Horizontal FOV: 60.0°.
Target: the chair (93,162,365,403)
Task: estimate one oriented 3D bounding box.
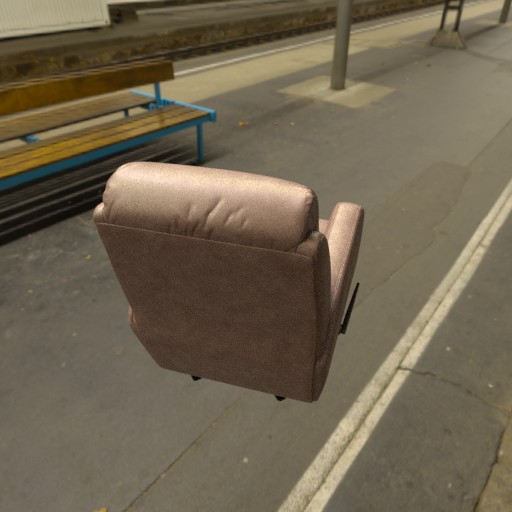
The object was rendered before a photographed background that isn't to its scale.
[{"bbox_3d":[0.000,0.000,1.844,0.865,1.067,1.067,9,35,13],"label":"chair"}]
